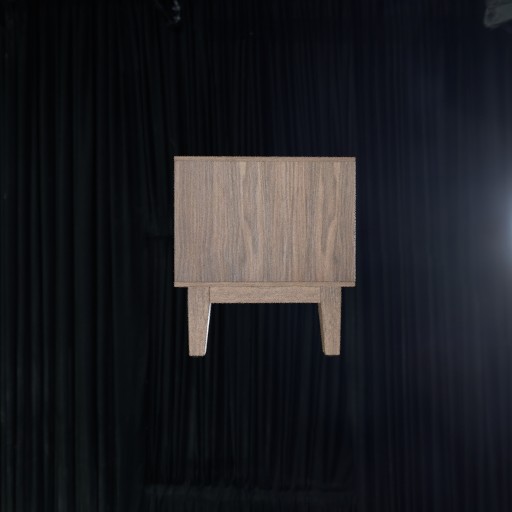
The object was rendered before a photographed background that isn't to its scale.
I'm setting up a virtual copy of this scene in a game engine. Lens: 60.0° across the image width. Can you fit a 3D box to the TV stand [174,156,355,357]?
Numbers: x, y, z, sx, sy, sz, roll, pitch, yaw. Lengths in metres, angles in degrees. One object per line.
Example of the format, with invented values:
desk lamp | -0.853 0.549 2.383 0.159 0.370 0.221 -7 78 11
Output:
TV stand | 0.000 0.000 1.635 0.366 0.409 1.482 0 0 -1
